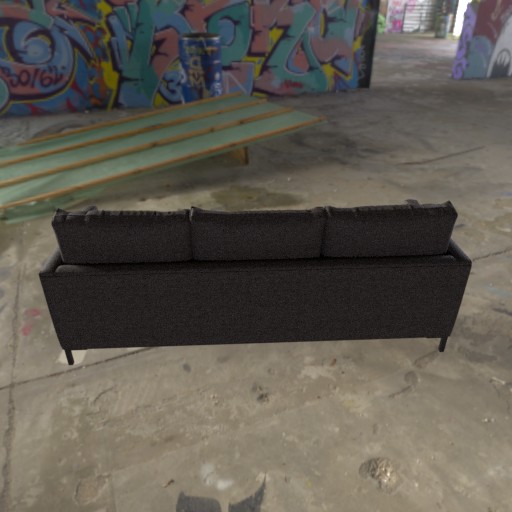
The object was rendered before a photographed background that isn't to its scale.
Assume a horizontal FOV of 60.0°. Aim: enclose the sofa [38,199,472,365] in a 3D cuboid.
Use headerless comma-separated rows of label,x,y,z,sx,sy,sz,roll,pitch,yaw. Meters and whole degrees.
sofa,0.000,0.000,2.715,2.253,0.882,0.876,-1,30,-2
